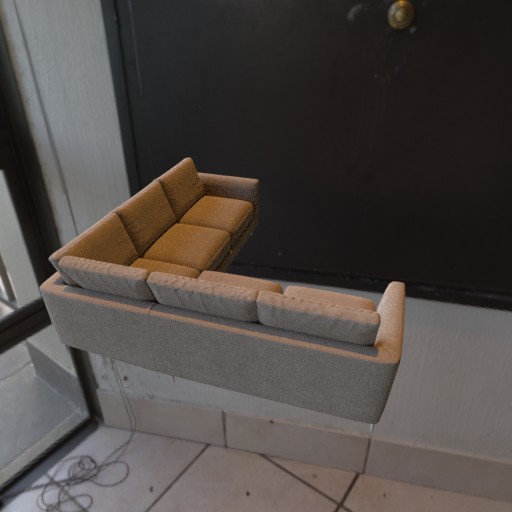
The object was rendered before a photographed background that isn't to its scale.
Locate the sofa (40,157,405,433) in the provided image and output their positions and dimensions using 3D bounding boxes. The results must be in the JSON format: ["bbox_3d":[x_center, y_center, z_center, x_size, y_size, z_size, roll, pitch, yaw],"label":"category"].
[{"bbox_3d":[0.000,0.000,3.820,2.438,0.864,2.438,9,32,15],"label":"sofa"}]
